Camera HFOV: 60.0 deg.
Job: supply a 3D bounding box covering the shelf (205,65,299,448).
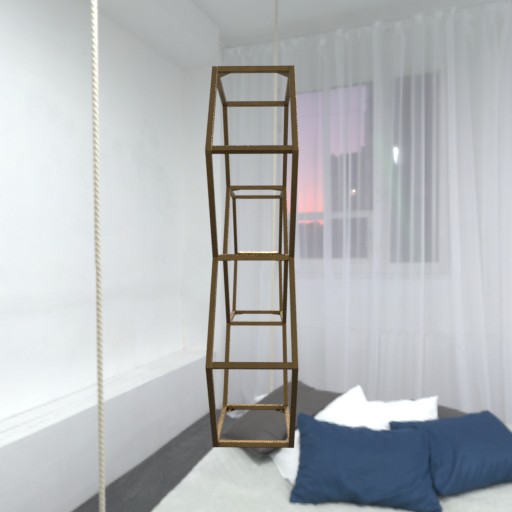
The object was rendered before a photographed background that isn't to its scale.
[{"bbox_3d":[0.000,0.000,1.065,0.150,0.701,0.708,0,1,1],"label":"shelf"}]
